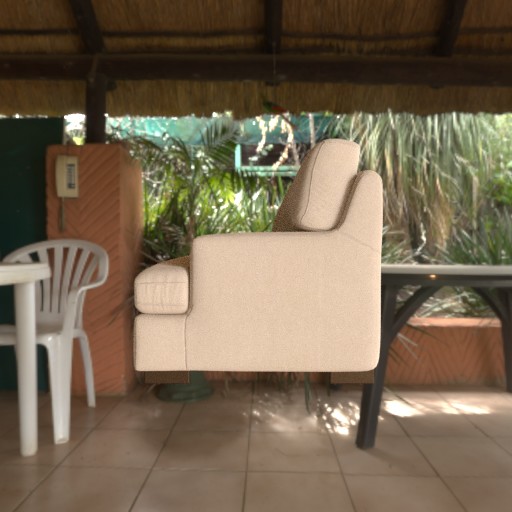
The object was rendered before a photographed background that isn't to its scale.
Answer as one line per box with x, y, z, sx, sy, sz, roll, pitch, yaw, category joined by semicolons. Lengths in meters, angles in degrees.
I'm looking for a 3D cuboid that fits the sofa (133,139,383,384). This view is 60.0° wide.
0.000;0.000;2.663;0.929;0.925;2.147;0;1;0;sofa
